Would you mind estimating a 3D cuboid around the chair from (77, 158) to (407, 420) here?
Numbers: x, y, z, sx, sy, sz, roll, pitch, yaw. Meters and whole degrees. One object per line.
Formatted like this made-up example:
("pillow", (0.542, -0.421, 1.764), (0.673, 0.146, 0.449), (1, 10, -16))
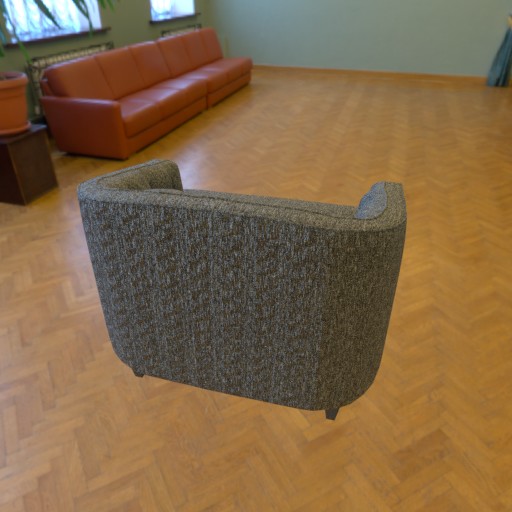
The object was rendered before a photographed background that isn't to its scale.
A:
("chair", (0.000, 0.000, 1.796), (1.104, 0.852, 0.941), (8, 33, 13))
